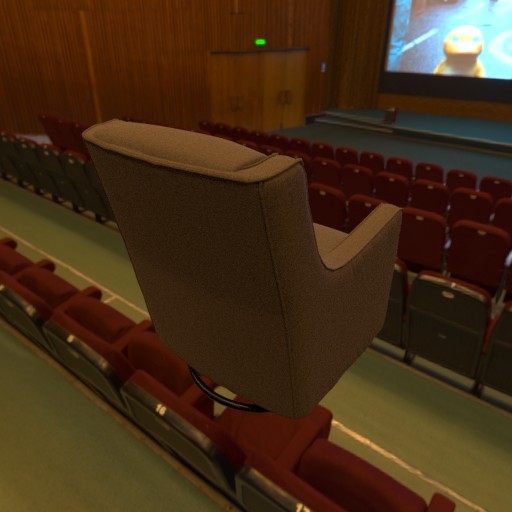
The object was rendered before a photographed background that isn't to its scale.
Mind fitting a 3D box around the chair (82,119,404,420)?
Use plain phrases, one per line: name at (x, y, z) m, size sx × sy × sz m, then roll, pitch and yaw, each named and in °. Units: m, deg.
chair at (0.000, 0.000, 1.581) m, size 0.732 × 0.993 × 0.879 m, roll 21°, pitch 35°, yaw 33°
